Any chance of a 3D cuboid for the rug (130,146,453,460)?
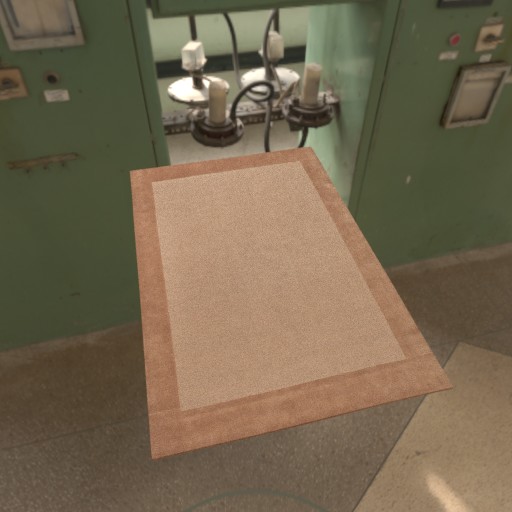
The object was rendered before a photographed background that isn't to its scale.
[{"bbox_3d":[0.000,0.000,2.325,1.219,0.014,1.829,-10,47,-9],"label":"rug"}]
